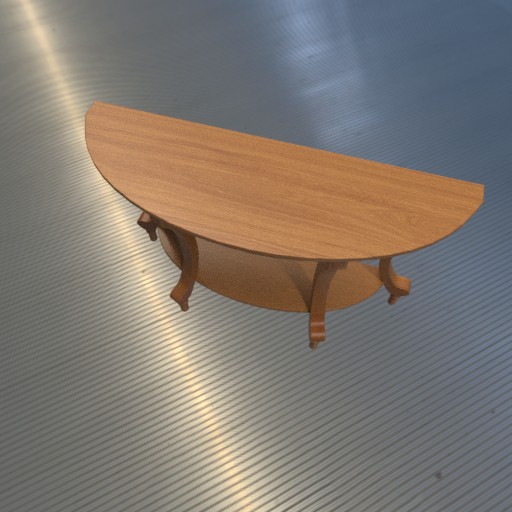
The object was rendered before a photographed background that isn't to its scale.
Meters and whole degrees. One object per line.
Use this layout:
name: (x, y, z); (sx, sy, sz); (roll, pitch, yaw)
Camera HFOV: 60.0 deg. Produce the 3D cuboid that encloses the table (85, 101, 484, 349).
table: (0.000, 0.000, 1.508); (1.198, 0.692, 0.394); (15, 59, 9)
